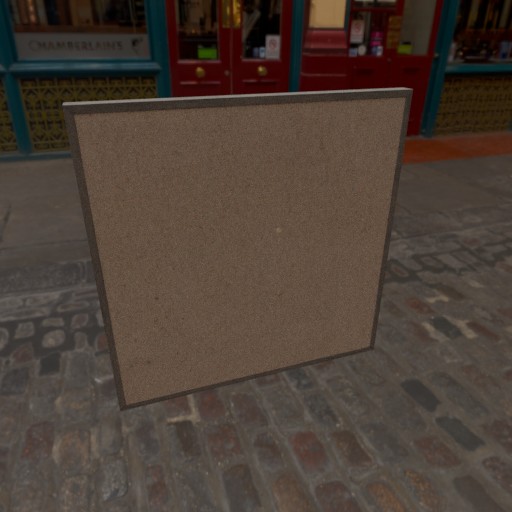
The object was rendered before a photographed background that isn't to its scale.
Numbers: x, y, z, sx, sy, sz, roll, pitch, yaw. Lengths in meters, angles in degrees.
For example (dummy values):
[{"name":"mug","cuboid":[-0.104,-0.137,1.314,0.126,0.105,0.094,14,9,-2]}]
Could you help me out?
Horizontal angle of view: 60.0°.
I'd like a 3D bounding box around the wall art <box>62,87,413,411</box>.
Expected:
[{"name":"wall art","cuboid":[0.000,0.000,1.109,0.762,0.762,0.038,-9,28,-17]}]
